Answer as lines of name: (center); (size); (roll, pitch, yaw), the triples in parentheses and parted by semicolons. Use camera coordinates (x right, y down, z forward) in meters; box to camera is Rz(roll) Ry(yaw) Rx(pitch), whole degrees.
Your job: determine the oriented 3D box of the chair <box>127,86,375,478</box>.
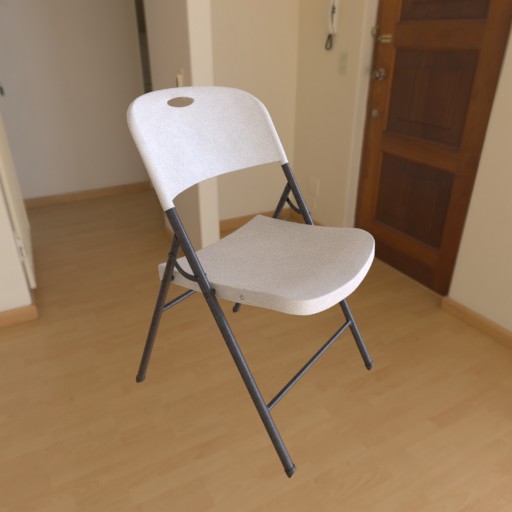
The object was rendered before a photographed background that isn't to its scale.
chair: (0.000, 0.000, 1.184); (0.566, 0.810, 0.494); (18, 32, 32)
